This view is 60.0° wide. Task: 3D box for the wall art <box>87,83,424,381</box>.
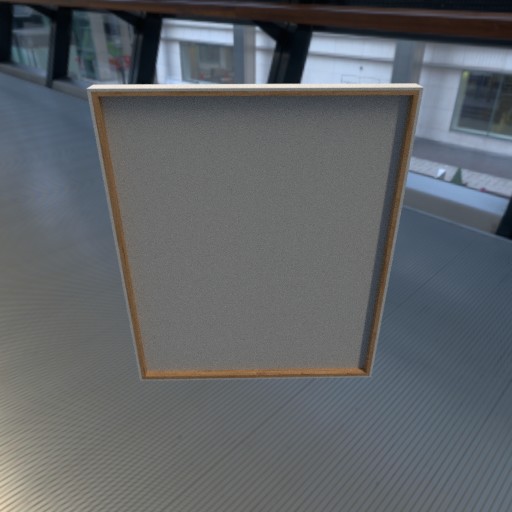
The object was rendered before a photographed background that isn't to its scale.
[{"bbox_3d":[0.000,0.000,0.834,0.508,0.606,0.037,-1,30,-1],"label":"wall art"}]
